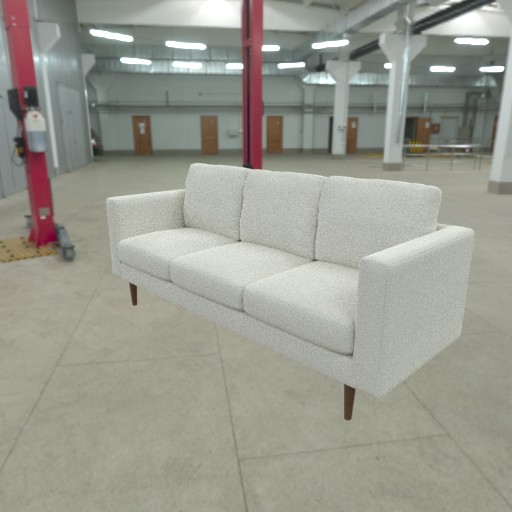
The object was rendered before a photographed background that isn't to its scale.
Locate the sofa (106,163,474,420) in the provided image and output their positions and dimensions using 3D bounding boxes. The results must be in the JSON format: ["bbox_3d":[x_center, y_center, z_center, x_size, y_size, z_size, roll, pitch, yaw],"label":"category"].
[{"bbox_3d":[0.000,0.000,2.484,0.802,0.912,2.029,-15,22,-42],"label":"sofa"}]
